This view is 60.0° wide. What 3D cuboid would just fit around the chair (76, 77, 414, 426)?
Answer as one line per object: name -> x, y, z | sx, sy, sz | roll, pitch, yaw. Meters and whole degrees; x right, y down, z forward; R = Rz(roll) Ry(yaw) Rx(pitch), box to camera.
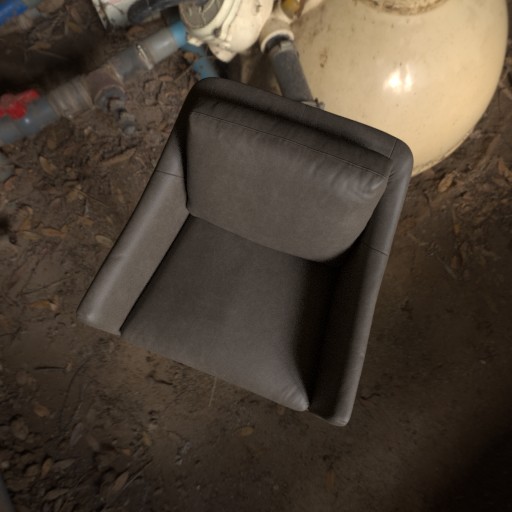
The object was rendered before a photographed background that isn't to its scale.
chair -> 0.000, 0.000, 1.713 | 0.988, 0.901, 0.961 | 21, 77, 5
